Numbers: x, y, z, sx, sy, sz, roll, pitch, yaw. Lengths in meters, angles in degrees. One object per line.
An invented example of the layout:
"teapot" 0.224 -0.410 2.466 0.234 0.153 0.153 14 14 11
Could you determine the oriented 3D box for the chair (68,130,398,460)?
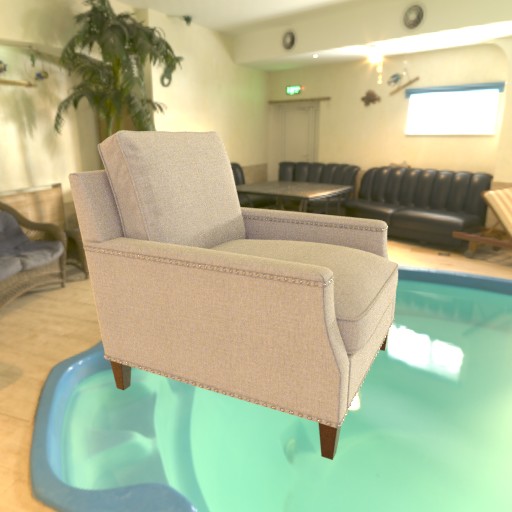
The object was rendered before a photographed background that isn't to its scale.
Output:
"chair" 0.000 0.000 1.730 1.014 0.943 0.853 8 17 26
